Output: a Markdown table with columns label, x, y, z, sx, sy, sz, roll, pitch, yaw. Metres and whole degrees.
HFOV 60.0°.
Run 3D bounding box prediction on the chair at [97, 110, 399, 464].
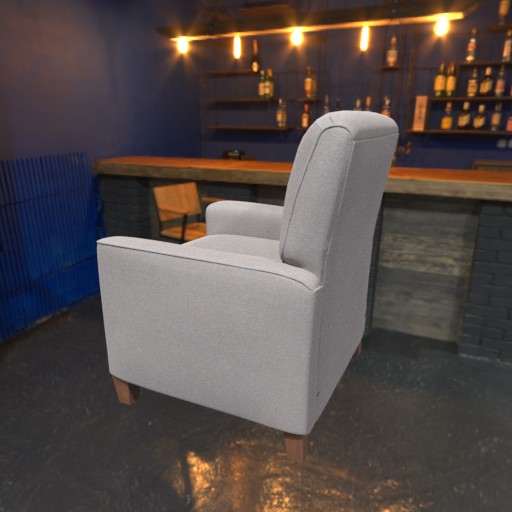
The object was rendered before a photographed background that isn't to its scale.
| label | x | y | z | sx | sy | sz | roll | pitch | yaw |
| --- | --- | --- | --- | --- | --- | --- | --- | --- | --- |
| chair | 0.000 | 0.000 | 1.654 | 0.859 | 1.023 | 0.845 | 8 | 19 | 24 |
